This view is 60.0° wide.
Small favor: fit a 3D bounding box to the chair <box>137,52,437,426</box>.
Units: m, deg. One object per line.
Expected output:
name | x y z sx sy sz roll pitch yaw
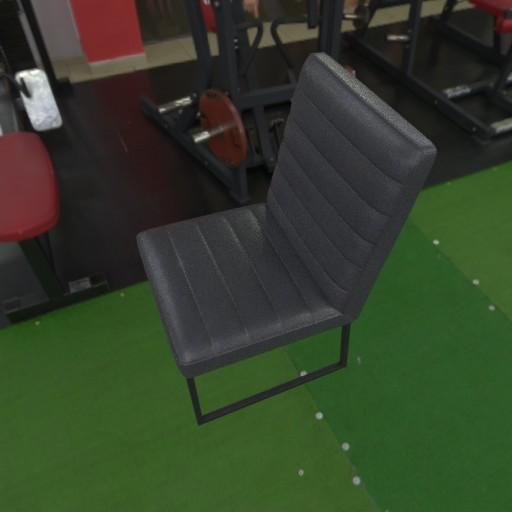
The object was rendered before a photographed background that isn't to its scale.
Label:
chair | 0.000 0.000 1.320 0.634 0.930 0.520 -17 50 -15
